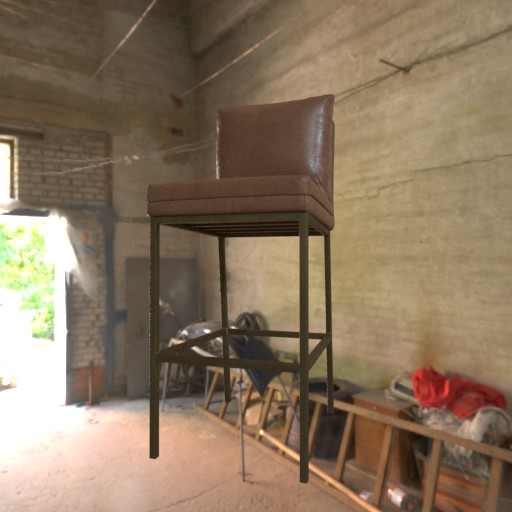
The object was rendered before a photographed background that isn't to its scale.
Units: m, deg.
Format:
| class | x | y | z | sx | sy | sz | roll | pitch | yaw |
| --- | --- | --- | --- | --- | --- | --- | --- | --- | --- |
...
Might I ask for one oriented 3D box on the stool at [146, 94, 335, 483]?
| class | x | y | z | sx | sy | sz | roll | pitch | yaw |
| --- | --- | --- | --- | --- | --- | --- | --- | --- | --- |
| stool | 0.000 | 0.000 | 1.421 | 0.463 | 1.124 | 0.571 | 0 | -1 | 18 |
